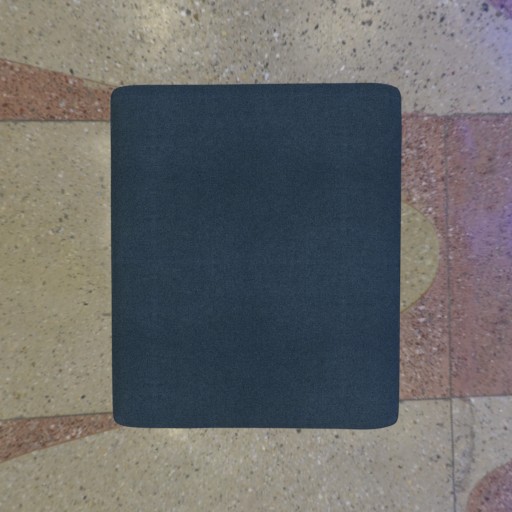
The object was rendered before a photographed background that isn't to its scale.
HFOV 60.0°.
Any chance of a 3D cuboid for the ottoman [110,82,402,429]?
[{"bbox_3d":[0.000,0.000,1.217,0.693,0.474,0.821,0,91,1],"label":"ottoman"}]
